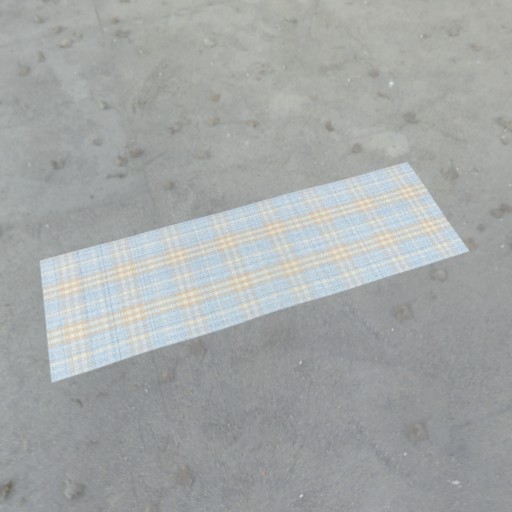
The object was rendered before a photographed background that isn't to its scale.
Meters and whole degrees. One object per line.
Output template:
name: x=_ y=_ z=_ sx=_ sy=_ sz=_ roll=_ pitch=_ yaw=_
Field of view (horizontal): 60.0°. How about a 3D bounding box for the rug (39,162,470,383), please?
rug: x=0.000 y=0.000 z=2.629 sx=2.439 sy=0.013 sz=0.762 roll=-16 pitch=60 yaw=-10
